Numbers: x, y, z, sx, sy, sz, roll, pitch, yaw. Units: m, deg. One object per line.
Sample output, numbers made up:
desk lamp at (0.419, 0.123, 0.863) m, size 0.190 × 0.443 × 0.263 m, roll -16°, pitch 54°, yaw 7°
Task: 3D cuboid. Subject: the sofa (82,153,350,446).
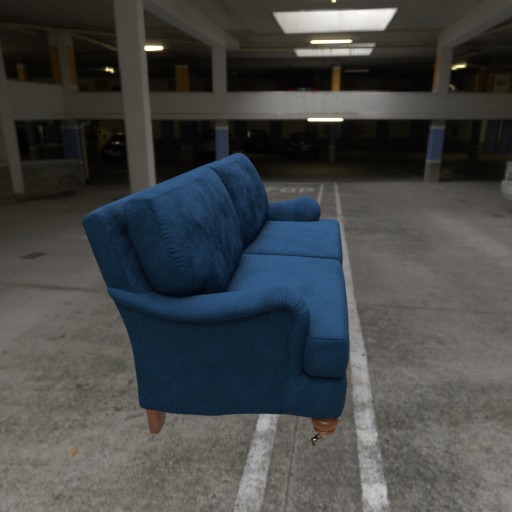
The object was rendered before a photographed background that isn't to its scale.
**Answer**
sofa at (0.000, 0.000, 2.757) m, size 1.084 × 1.101 × 2.141 m, roll 3°, pitch 18°, yaw 9°
